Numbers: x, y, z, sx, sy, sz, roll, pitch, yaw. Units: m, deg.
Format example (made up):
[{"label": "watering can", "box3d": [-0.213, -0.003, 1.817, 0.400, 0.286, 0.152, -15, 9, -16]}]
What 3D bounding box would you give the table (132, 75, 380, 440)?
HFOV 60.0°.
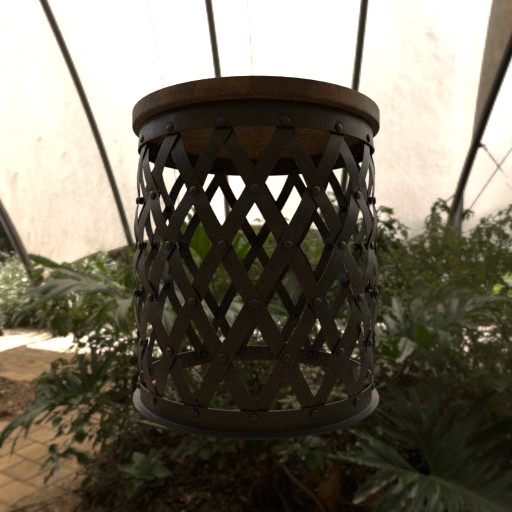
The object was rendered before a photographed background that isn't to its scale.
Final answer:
[{"label": "table", "box3d": [0.000, 0.000, 0.754, 0.405, 0.454, 0.405, 0, 1, 0]}]
